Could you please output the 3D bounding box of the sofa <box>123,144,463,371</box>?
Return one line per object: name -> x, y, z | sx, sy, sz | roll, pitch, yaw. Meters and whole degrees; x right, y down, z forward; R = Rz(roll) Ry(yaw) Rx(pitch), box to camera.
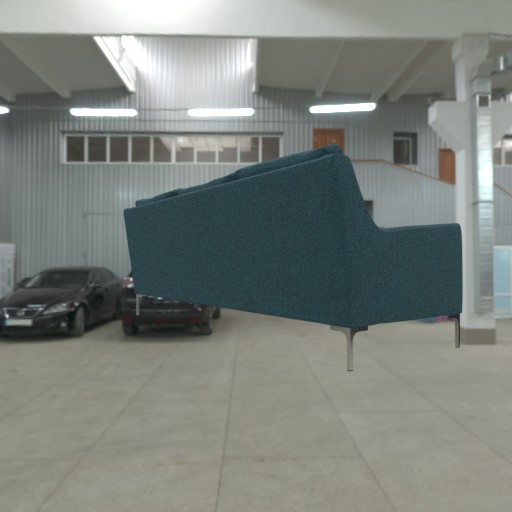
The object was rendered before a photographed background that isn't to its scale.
sofa -> 0.000, 0.000, 2.570 | 0.849, 0.837, 2.060 | 0, -1, -36
